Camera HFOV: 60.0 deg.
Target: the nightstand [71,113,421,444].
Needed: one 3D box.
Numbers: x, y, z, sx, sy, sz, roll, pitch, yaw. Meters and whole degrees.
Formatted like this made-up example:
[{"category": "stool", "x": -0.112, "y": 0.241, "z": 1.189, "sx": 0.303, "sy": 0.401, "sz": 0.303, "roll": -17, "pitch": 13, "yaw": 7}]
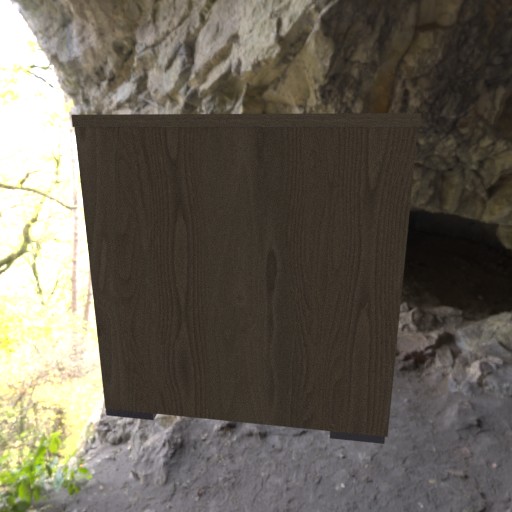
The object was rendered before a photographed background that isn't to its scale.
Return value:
[{"category": "nightstand", "x": 0.000, "y": 0.000, "z": 0.769, "sx": 0.442, "sy": 0.461, "sz": 0.325, "roll": 2, "pitch": 16, "yaw": 9}]
